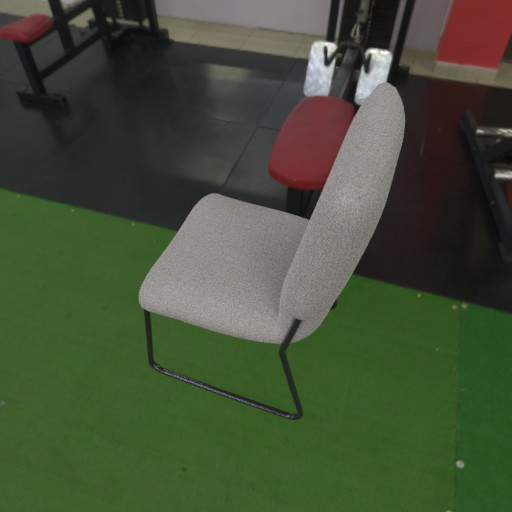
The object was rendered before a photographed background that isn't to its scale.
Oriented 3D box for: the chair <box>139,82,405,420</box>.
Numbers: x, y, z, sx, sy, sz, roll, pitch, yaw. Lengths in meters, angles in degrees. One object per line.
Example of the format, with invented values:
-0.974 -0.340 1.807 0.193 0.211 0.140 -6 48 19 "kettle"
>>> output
0.000 0.000 1.168 0.560 0.864 0.448 16 50 13 "chair"
